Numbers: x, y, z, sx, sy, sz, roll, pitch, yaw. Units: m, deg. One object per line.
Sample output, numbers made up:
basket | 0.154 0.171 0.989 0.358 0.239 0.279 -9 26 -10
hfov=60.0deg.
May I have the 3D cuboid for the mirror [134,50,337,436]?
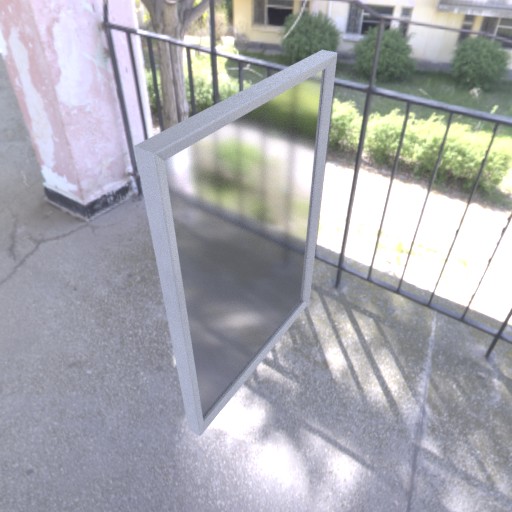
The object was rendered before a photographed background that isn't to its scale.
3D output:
mirror | 0.000 0.000 0.948 0.039 0.710 0.507 24 46 26
